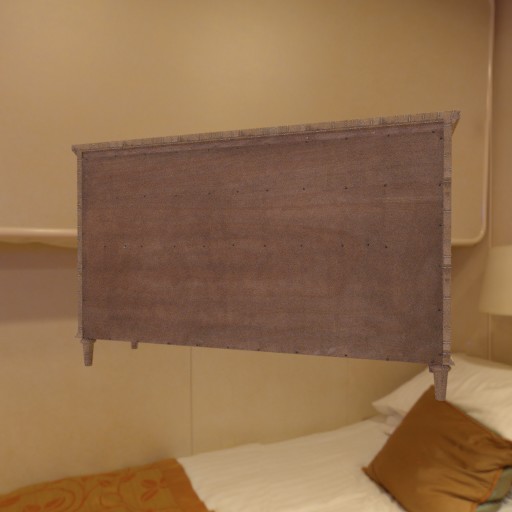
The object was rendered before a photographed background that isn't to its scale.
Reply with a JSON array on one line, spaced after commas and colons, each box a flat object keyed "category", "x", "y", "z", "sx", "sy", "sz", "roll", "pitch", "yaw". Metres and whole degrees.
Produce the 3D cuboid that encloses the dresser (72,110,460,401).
[{"category": "dresser", "x": 0.000, "y": 0.000, "z": 1.997, "sx": 1.626, "sy": 1.016, "sz": 0.457, "roll": 0, "pitch": 1, "yaw": 18}]
